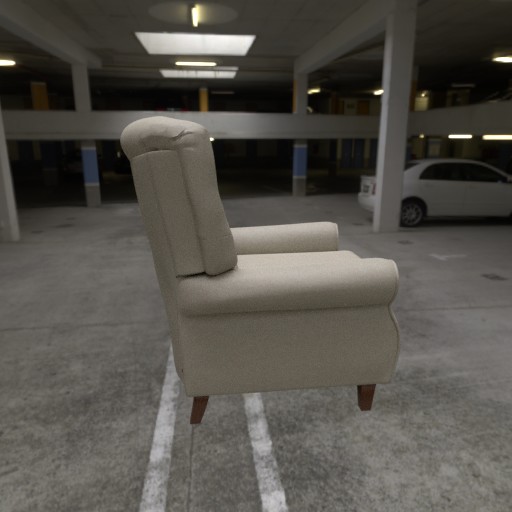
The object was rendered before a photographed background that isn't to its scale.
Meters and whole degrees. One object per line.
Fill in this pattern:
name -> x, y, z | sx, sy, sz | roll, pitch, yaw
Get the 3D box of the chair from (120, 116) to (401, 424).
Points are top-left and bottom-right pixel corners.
chair -> 0.000, 0.000, 1.942 | 1.059, 1.158, 0.943 | -2, 15, -7
